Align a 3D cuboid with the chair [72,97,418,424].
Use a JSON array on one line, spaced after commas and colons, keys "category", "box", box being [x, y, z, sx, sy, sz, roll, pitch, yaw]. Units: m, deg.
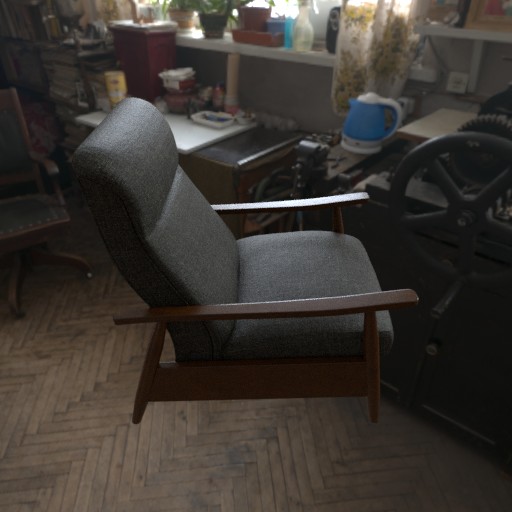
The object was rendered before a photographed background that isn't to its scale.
[{"category": "chair", "box": [0.000, 0.000, 1.732, 1.014, 1.082, 0.762, 0, 34, 0]}]
